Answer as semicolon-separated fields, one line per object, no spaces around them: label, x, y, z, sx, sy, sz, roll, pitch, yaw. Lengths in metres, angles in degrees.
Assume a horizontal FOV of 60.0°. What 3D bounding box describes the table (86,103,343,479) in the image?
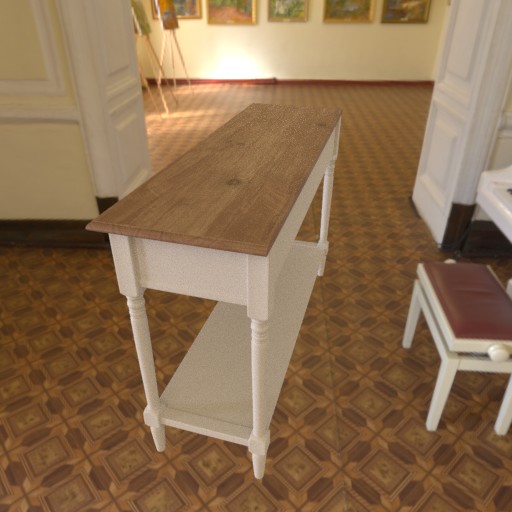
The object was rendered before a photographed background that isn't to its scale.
table;0.000;0.000;1.594;0.399;0.800;1.219;9;32;14
